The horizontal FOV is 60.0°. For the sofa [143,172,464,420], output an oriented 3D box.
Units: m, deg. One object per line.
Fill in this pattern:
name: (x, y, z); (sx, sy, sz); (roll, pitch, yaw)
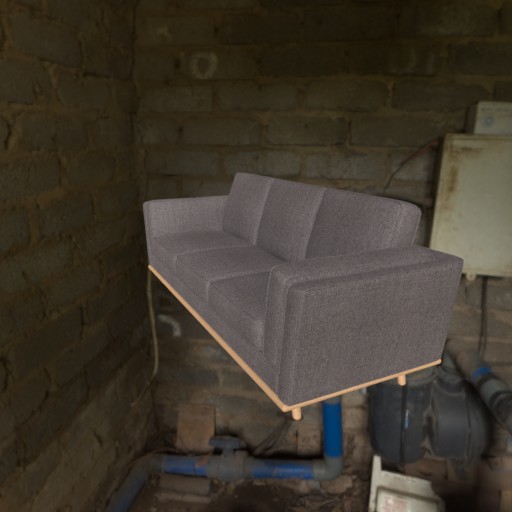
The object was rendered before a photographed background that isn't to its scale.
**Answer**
sofa: (0.000, 0.000, 2.786); (0.903, 0.899, 2.362); (-8, 17, -26)
